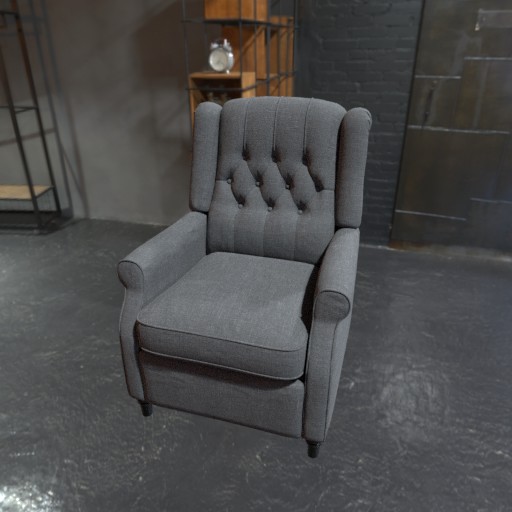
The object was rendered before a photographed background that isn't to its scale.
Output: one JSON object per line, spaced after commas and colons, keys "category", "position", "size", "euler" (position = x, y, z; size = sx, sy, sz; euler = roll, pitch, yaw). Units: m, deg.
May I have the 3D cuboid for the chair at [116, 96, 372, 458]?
{"category": "chair", "position": [0.000, 0.000, 1.613], "size": [0.742, 1.035, 0.898], "euler": [8, 27, 15]}
